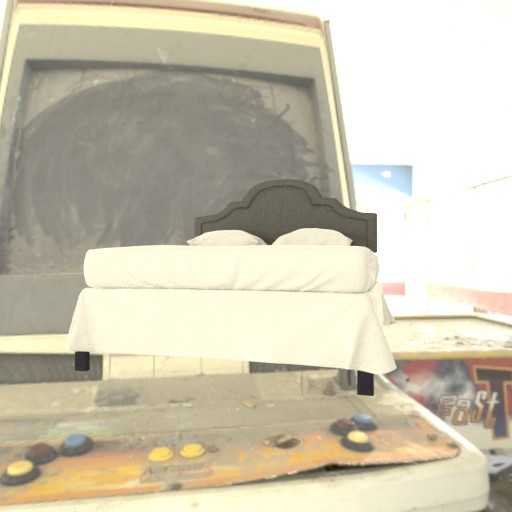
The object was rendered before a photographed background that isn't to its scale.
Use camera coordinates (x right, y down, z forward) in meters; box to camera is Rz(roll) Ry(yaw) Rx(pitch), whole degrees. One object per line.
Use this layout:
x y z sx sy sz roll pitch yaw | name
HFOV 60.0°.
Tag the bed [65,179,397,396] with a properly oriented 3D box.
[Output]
0.000 0.000 3.785 2.303 1.631 2.222 0 -1 17 | bed
